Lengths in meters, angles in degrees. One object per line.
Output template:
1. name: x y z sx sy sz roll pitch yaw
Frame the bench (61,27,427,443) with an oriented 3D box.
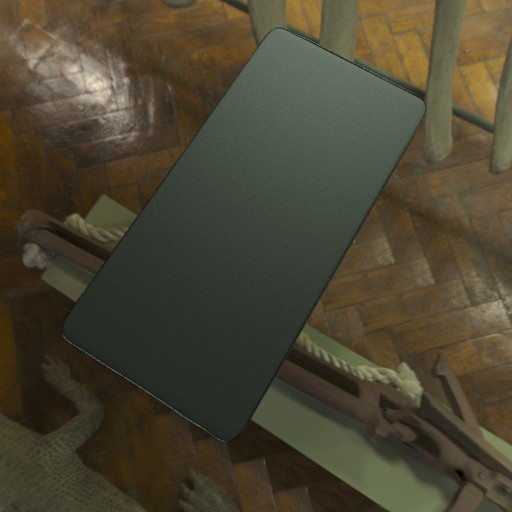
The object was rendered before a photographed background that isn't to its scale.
1. bench: 0.000 0.000 0.929 0.300 0.561 0.600 31 78 7
